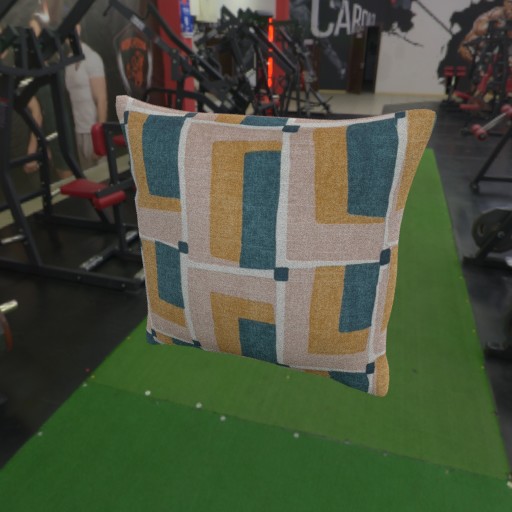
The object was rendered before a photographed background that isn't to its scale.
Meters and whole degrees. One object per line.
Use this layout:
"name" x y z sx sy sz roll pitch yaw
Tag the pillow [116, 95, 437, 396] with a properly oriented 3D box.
"pillow" 0.000 0.000 0.725 0.478 0.479 0.158 9 28 17
